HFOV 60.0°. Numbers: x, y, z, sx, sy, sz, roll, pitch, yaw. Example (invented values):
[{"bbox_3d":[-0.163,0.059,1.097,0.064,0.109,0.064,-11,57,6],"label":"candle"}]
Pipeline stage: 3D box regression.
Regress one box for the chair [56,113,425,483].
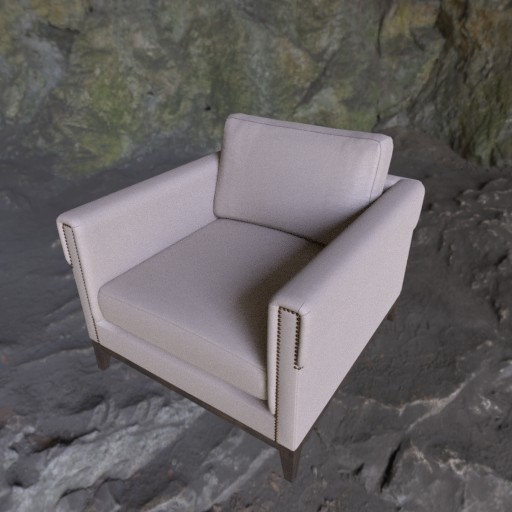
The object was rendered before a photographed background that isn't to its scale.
[{"bbox_3d":[0.000,0.000,1.644,0.914,0.838,0.959,18,35,29],"label":"chair"}]
